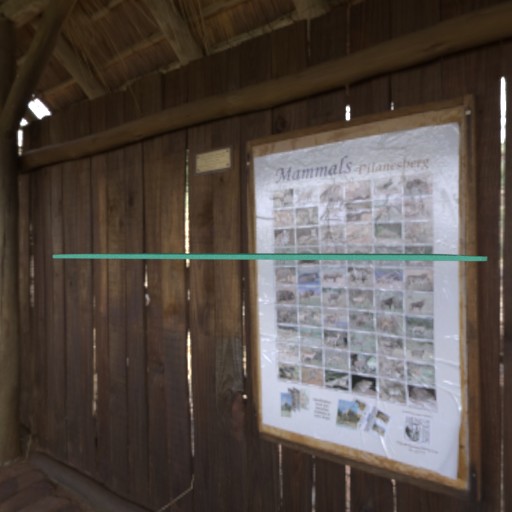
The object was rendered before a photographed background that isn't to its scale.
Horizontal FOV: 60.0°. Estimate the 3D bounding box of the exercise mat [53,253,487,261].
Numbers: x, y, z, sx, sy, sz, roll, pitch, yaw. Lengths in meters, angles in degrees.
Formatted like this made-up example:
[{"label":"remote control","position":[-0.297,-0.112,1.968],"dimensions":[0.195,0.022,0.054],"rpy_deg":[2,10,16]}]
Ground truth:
[{"label":"exercise mat","position":[0.000,0.000,2.067],"dimensions":[1.869,0.021,0.616],"rpy_deg":[0,1,19]}]
